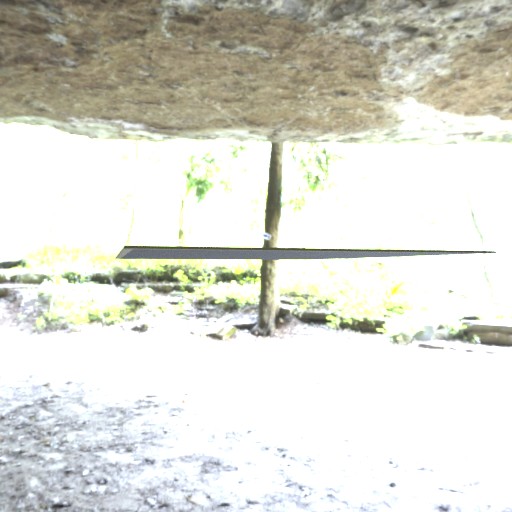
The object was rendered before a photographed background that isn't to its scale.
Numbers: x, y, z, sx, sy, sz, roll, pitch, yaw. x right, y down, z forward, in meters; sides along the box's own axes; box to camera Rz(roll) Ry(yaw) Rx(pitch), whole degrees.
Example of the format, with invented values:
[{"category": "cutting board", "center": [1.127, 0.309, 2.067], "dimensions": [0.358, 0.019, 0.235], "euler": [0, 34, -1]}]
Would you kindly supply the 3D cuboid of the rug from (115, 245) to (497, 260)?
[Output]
[{"category": "rug", "center": [0.000, 0.000, 4.024], "dimensions": [2.407, 0.020, 3.051], "euler": [0, -2, -18]}]
